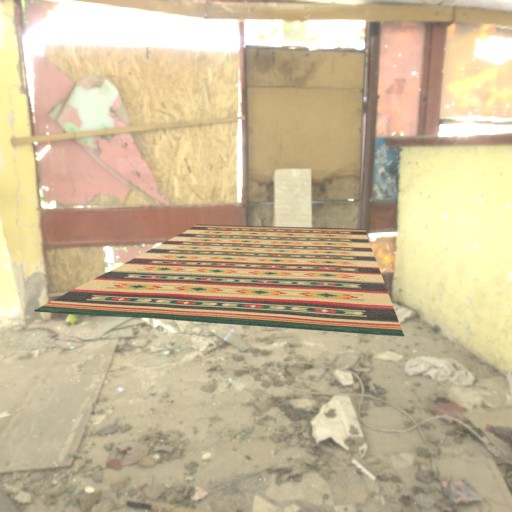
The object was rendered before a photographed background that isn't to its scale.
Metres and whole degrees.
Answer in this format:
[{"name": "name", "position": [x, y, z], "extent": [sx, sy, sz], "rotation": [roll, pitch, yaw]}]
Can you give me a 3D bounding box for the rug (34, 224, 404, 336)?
[{"name": "rug", "position": [0.000, 0.000, 2.872], "extent": [1.522, 0.010, 2.311], "rotation": [2, 14, 10]}]
